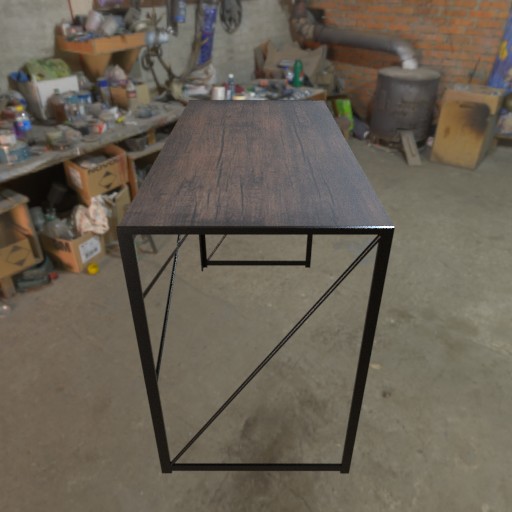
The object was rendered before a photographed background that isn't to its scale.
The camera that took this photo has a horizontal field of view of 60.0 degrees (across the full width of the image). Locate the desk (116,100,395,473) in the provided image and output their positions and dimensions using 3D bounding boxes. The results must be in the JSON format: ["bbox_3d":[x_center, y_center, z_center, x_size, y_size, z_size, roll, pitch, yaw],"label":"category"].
[{"bbox_3d":[0.000,0.000,1.427,0.505,0.747,1.015,0,32,0],"label":"desk"}]
